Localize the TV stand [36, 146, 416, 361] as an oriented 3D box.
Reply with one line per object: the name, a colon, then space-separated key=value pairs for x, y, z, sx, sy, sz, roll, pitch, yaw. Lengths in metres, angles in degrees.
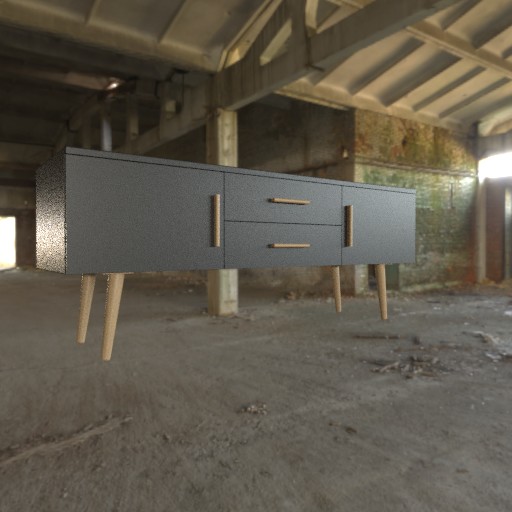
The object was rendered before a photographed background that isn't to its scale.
TV stand: x=0.000 y=0.000 z=1.531 sx=1.312 sy=0.518 sz=0.390 roll=-1 pitch=1 yaw=-36
